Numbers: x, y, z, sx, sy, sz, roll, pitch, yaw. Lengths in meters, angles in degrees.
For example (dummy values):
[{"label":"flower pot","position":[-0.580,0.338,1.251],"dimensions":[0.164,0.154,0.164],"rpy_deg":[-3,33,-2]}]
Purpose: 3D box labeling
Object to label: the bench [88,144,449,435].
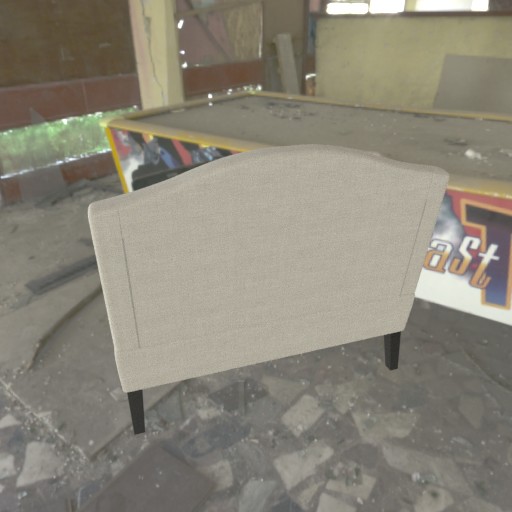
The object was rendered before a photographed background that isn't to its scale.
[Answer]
[{"label":"bench","position":[0.000,0.000,2.050],"dimensions":[1.335,1.180,0.815],"rpy_deg":[-9,29,-16]}]
